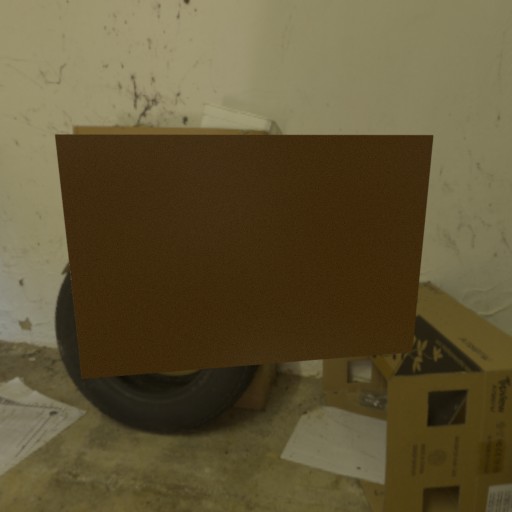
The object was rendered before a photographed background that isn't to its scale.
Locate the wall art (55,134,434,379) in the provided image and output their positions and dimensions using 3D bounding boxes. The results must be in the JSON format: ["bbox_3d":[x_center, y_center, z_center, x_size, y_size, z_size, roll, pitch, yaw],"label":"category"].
[{"bbox_3d":[0.000,0.000,1.442,1.145,0.762,0.041,-2,15,-9],"label":"wall art"}]
